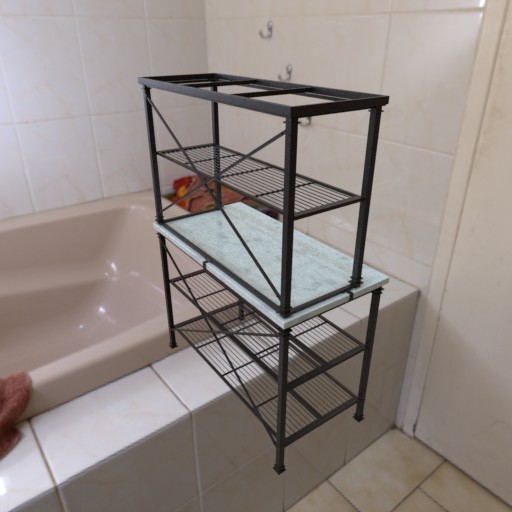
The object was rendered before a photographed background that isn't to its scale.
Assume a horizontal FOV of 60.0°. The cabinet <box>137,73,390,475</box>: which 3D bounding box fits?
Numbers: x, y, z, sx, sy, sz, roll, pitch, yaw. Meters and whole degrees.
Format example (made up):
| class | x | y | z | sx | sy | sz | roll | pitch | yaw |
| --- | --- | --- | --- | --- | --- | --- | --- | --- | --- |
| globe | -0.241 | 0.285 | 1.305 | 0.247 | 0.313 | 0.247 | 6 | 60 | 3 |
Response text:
| class | x | y | z | sx | sy | sz | roll | pitch | yaw |
| --- | --- | --- | --- | --- | --- | --- | --- | --- | --- |
| cabinet | 0.000 | 0.000 | 2.281 | 0.610 | 1.659 | 1.210 | -18 | 32 | -31 |
